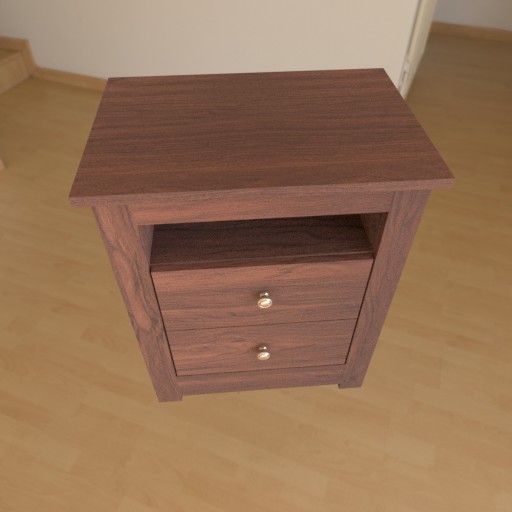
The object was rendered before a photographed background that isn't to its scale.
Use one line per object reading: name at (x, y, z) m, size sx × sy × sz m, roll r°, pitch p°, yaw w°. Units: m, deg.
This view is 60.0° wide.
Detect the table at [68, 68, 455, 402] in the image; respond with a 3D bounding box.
table at (0.000, 0.000, 1.065) m, size 0.589 × 0.711 × 0.406 m, roll -3°, pitch 46°, yaw -3°
